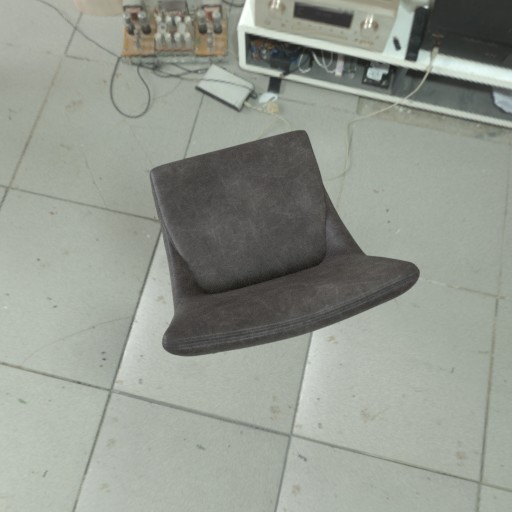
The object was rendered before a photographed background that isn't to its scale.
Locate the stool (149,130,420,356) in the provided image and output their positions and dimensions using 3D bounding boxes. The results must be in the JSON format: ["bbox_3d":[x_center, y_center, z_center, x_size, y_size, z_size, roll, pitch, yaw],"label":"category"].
[{"bbox_3d":[0.000,0.000,1.331,0.492,1.046,0.587,-16,75,-4],"label":"stool"}]
